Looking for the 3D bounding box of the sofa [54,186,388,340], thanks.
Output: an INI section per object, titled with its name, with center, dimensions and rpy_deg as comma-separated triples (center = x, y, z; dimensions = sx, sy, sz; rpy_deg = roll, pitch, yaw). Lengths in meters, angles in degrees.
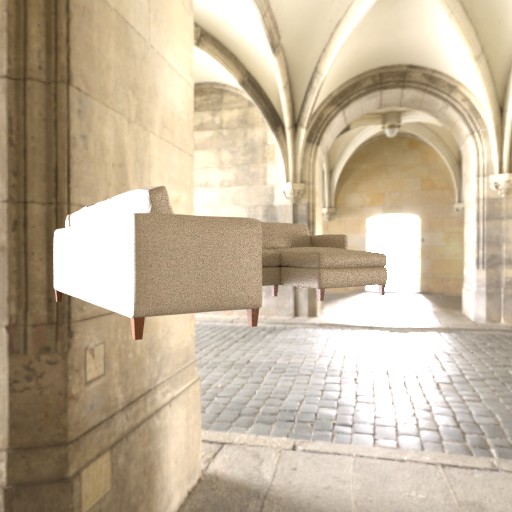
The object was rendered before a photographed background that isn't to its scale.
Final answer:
[sofa]
center = 0.000, 0.000, 4.577
dimensions = 3.460, 0.961, 2.594
rpy_deg = 0, 1, -34
